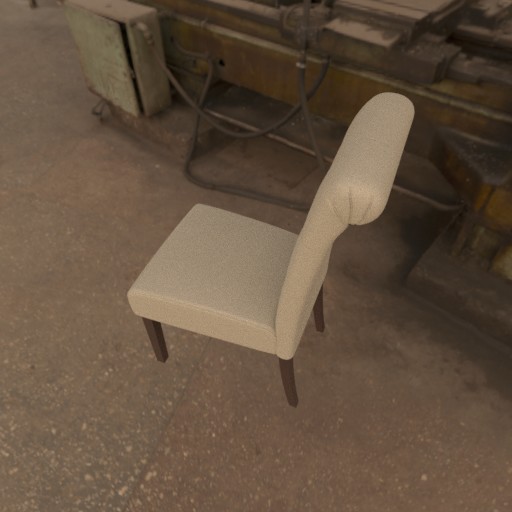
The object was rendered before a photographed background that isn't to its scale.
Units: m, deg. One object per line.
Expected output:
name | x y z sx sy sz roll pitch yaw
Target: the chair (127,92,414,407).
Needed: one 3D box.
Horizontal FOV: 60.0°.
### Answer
chair | 0.000 0.000 1.353 0.671 1.006 0.456 16 48 15
